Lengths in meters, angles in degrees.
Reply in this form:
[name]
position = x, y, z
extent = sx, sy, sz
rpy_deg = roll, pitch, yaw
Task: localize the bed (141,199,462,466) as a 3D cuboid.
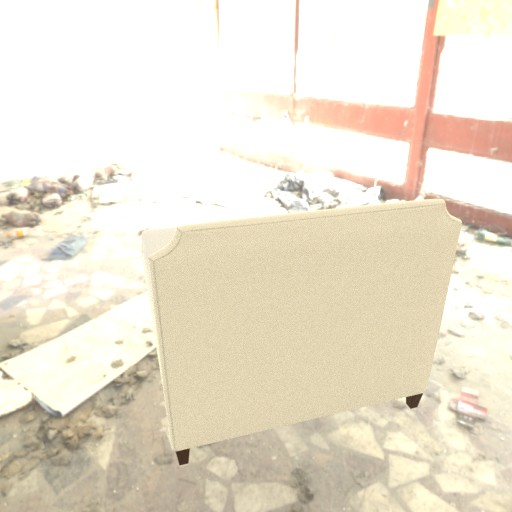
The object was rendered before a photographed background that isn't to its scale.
[bed]
position = 0.000, 0.000, 3.486
extent = 1.712, 1.497, 2.372
rpy_deg = -7, 26, -15
